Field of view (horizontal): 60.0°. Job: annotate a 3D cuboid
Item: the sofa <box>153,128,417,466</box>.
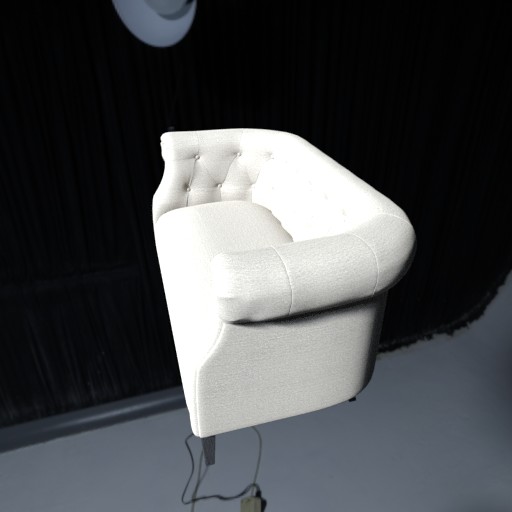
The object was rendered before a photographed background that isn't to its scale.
[{"bbox_3d":[0.000,0.000,2.013,0.835,0.827,1.558,-8,31,-14],"label":"sofa"}]
